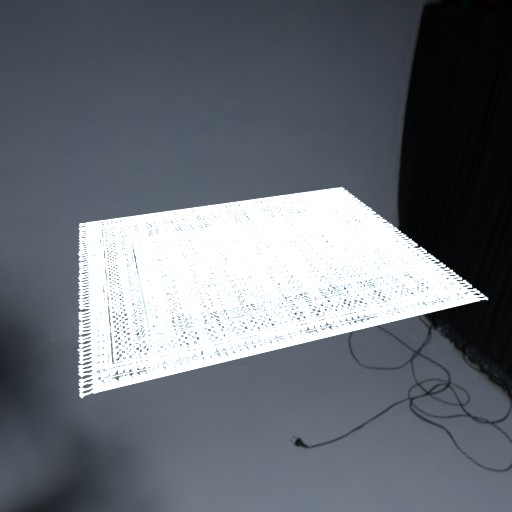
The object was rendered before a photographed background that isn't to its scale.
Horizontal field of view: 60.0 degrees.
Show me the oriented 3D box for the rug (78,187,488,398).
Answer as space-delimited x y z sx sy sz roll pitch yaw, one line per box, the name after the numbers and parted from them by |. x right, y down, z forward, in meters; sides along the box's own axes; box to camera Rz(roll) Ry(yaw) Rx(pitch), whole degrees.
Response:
0.000 0.000 3.863 2.940 0.013 2.312 -10 33 -16 | rug
